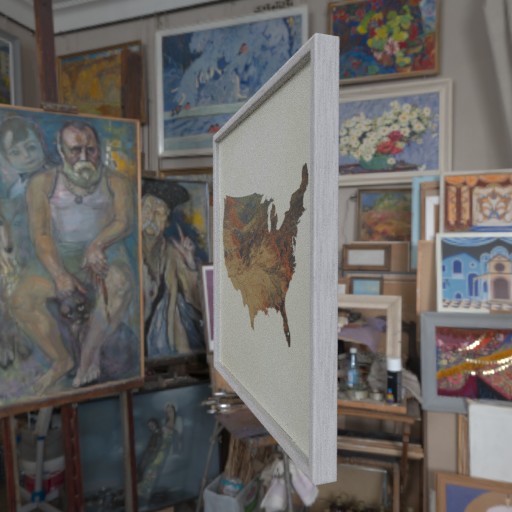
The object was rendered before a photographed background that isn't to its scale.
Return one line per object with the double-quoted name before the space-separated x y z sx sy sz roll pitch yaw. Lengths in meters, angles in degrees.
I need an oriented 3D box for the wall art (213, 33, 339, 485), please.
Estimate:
"wall art" 0.000 0.000 1.878 0.078 1.288 1.287 -1 2 -18
